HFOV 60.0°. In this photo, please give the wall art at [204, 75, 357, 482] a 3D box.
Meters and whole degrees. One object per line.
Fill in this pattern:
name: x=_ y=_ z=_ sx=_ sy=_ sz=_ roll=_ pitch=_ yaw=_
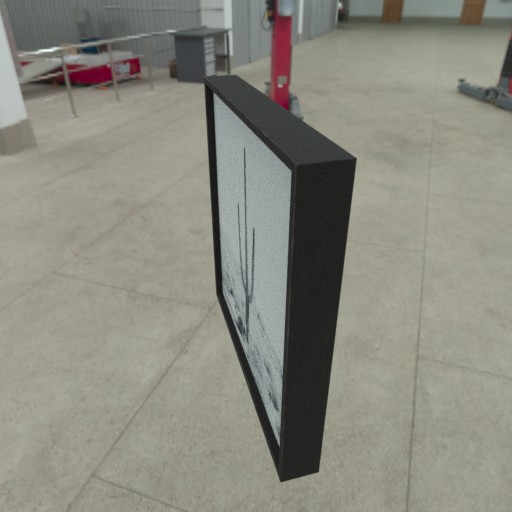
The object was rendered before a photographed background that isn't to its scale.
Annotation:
wall art: x=0.000 y=0.000 z=0.460 sx=0.038 sy=0.305 sz=0.305 roll=-8 pitch=32 yaw=-13
